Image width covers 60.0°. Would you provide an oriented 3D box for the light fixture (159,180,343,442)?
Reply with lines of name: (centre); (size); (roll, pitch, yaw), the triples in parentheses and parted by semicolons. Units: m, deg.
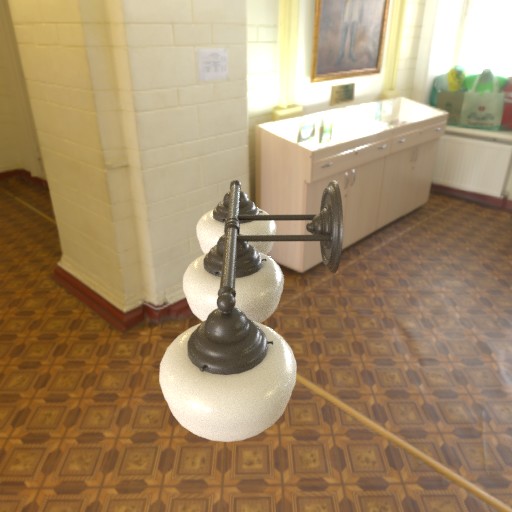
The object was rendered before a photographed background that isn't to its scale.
light fixture: (0.000, 0.000, 0.705); (0.239, 0.242, 0.587); (0, 27, -1)
